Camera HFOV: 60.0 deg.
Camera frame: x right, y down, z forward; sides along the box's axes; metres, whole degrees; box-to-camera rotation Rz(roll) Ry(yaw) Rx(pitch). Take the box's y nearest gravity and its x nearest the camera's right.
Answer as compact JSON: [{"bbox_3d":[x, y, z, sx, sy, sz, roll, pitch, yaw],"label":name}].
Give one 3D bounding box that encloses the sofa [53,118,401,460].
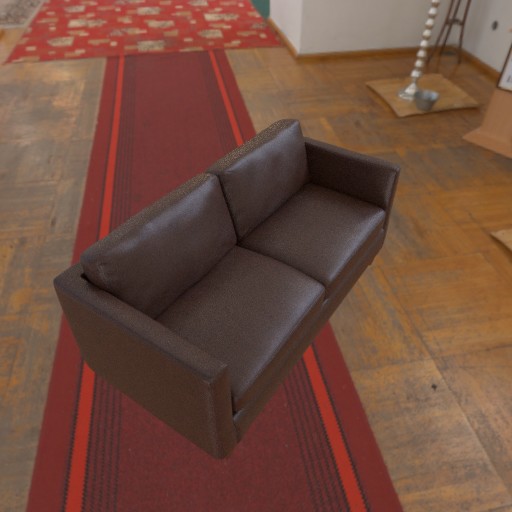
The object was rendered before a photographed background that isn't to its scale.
[{"bbox_3d":[0.000,0.000,2.520,0.951,0.933,1.883,24,46,25],"label":"sofa"}]
